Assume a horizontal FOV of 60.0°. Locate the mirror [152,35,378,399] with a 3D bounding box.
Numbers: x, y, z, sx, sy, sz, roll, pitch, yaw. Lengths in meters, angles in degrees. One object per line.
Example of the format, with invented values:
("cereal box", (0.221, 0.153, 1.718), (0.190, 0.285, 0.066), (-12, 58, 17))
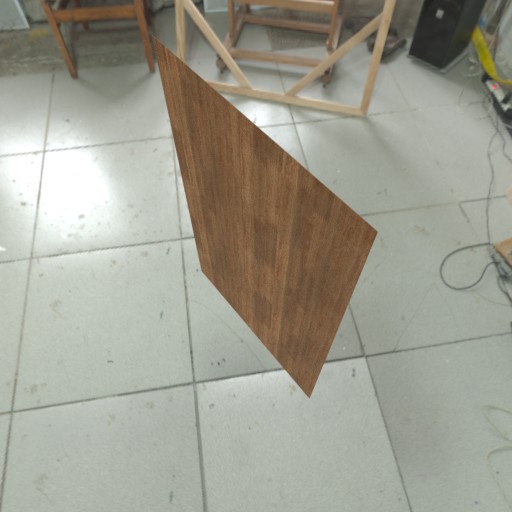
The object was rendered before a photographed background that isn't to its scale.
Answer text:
("mirror", (0.000, 0.000, 1.244), (0.047, 1.010, 0.651), (-34, 64, -19))
